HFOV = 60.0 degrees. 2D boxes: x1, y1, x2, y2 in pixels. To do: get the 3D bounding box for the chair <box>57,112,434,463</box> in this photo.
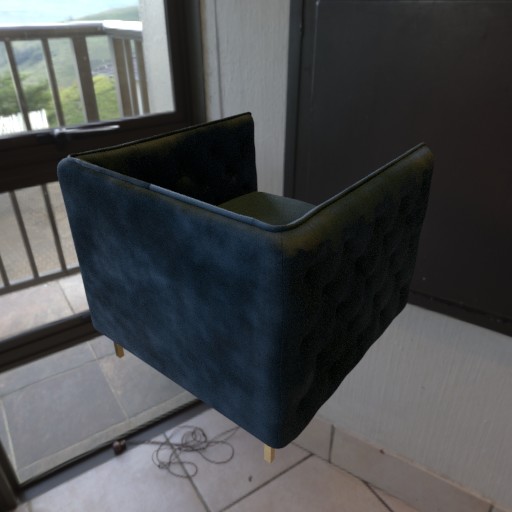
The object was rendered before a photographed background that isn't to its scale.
[{"bbox_3d":[0.000,0.000,1.538,0.868,0.771,0.877,22,36,32],"label":"chair"}]
